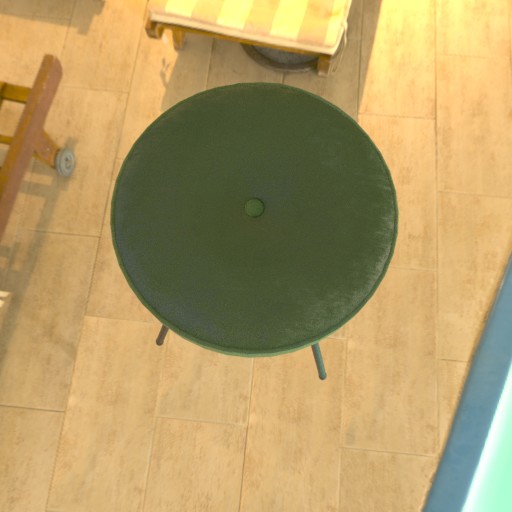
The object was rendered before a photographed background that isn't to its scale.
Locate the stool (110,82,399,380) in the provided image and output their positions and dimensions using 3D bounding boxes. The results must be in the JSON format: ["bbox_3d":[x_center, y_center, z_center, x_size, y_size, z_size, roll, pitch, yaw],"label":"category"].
[{"bbox_3d":[0.000,0.000,0.923,0.457,0.595,0.430,11,76,3],"label":"stool"}]
